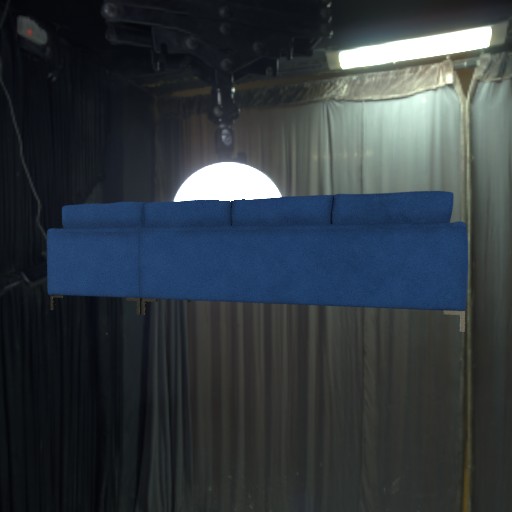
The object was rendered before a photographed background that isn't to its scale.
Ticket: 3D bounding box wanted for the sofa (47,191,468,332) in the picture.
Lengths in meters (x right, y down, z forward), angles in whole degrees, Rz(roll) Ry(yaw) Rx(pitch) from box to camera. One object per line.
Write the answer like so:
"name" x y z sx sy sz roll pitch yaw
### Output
"sofa" 0.000 0.000 3.513 2.932 0.810 1.350 0 1 18
